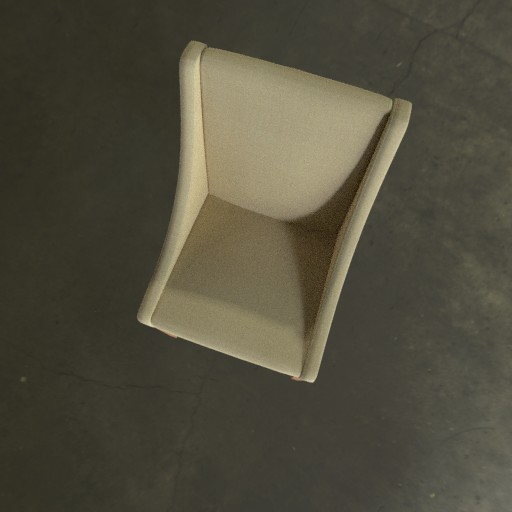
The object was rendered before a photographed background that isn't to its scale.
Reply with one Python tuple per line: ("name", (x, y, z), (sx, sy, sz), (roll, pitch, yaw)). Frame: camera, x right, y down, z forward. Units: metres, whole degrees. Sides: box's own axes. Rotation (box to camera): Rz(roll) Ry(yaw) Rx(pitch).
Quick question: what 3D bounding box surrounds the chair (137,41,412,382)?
("chair", (0.000, 0.000, 1.386), (0.575, 1.021, 0.611), (18, 74, 6))
